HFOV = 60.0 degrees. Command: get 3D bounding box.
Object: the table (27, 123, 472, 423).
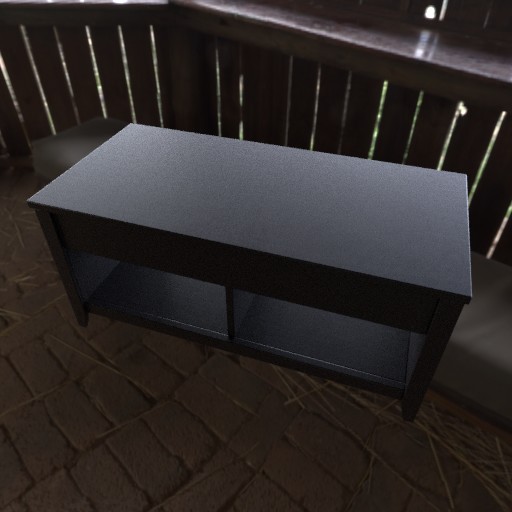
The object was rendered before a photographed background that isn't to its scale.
[{"bbox_3d":[0.000,0.000,1.273,1.016,0.457,0.483,12,42,14],"label":"table"}]
